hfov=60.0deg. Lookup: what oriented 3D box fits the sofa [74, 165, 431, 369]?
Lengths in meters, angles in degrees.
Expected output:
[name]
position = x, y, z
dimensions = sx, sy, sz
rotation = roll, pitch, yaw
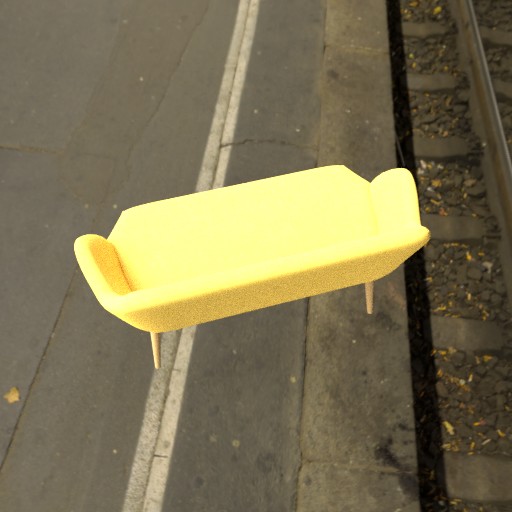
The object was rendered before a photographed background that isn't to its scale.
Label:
[sofa]
position = 0.000, 0.000, 1.618
dimensions = 1.150, 0.840, 0.610
rotation = -13, 60, -8
